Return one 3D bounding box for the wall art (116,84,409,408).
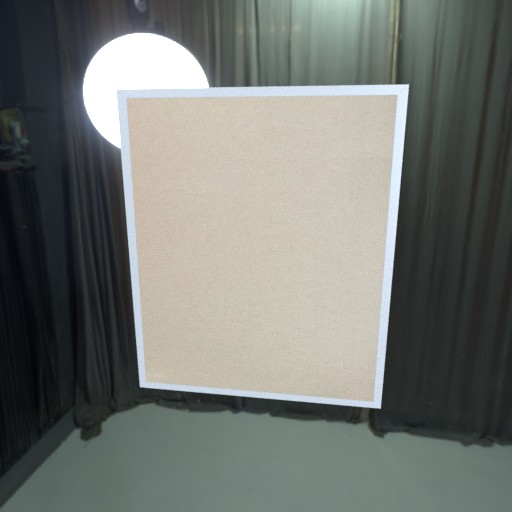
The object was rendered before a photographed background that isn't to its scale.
[{"bbox_3d":[0.000,0.000,0.639,0.382,0.456,0.013,2,16,8],"label":"wall art"}]
